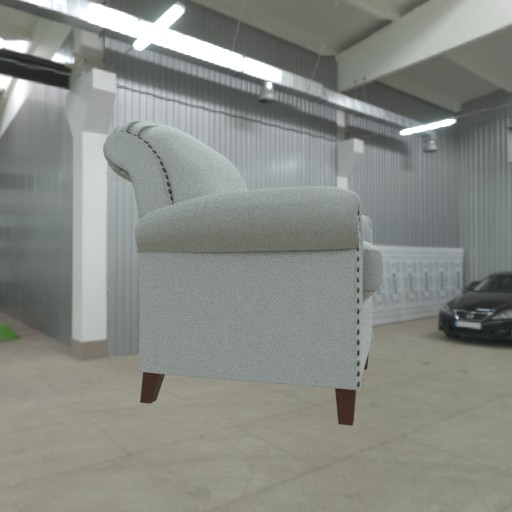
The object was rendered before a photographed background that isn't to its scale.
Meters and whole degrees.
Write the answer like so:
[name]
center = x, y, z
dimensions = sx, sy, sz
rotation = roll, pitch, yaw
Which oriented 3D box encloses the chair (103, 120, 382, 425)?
[chair]
center = 0.000, 0.000, 1.640
dimensions = 0.890, 0.927, 0.854
rotation = 0, -1, 17
